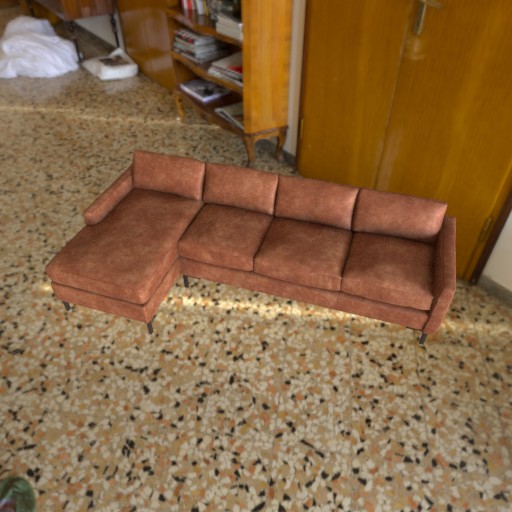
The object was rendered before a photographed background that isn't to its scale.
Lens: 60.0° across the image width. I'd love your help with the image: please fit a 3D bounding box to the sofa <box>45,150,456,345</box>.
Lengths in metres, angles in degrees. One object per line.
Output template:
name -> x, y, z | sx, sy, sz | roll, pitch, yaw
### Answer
sofa -> 0.000, 0.000, 3.612 | 2.993, 0.859, 1.471 | 12, 43, 13
